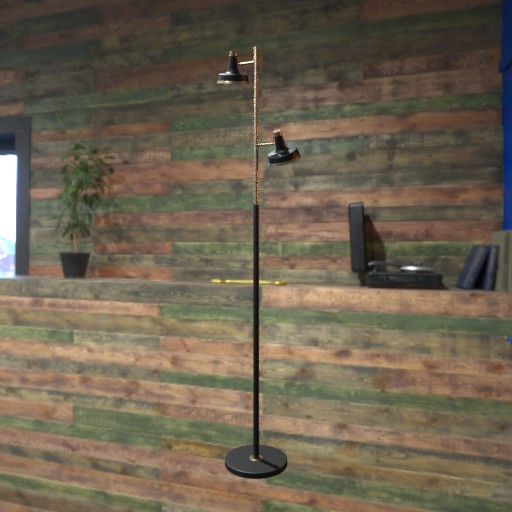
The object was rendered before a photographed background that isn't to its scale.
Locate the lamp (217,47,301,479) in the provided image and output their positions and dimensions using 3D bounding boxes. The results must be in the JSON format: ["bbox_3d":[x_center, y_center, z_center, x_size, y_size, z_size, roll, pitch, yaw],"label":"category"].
[{"bbox_3d":[0.000,0.000,1.786,0.351,1.674,0.253,0,0,18],"label":"lamp"}]
